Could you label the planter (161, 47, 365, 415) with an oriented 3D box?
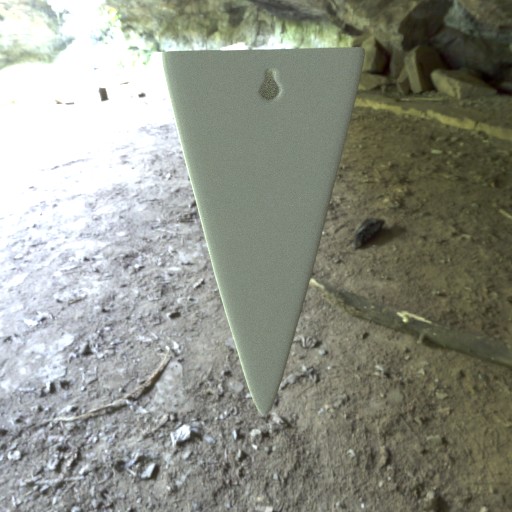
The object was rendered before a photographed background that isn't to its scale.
[{"bbox_3d":[0.000,0.000,0.395,0.143,0.338,0.065,-9,30,-16],"label":"planter"}]
